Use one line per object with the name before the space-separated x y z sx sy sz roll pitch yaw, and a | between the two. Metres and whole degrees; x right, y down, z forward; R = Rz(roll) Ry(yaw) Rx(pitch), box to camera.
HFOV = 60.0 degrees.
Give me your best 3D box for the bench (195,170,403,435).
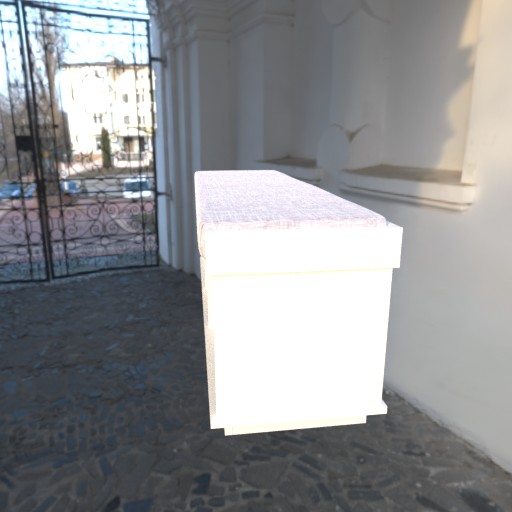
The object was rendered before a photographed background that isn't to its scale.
bench | 0.000 0.000 1.391 0.363 0.453 1.196 -2 15 -8
